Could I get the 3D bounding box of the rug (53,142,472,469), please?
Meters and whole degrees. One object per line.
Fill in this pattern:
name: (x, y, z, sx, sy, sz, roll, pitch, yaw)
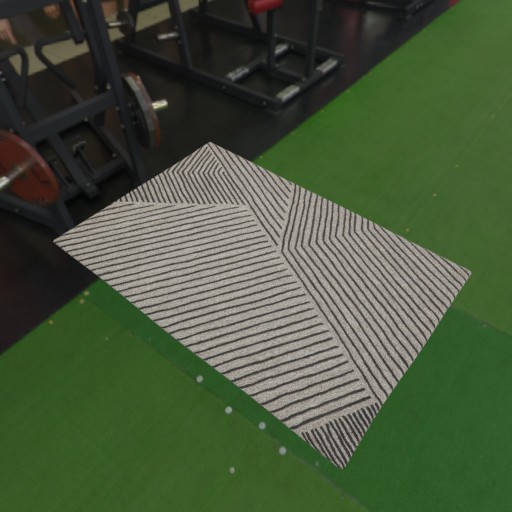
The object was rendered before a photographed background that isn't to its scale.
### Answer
rug: (0.000, 0.000, 2.331, 1.842, 0.019, 1.237, 31, 55, 25)
